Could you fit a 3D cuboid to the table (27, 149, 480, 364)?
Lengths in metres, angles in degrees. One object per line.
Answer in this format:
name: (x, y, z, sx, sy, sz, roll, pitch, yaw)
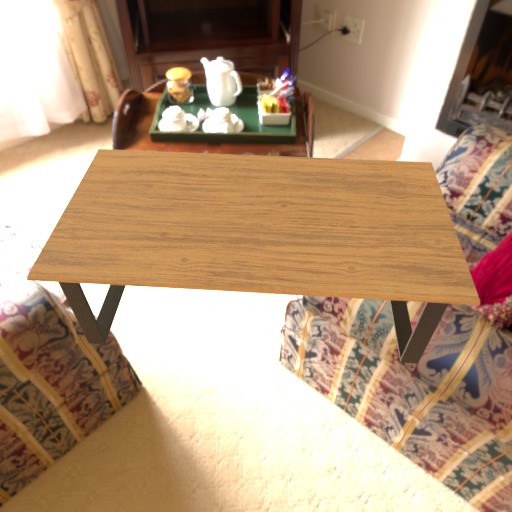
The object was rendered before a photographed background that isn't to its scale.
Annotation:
table: (0.000, 0.000, 1.689, 1.331, 0.445, 0.693, 3, 46, 3)
